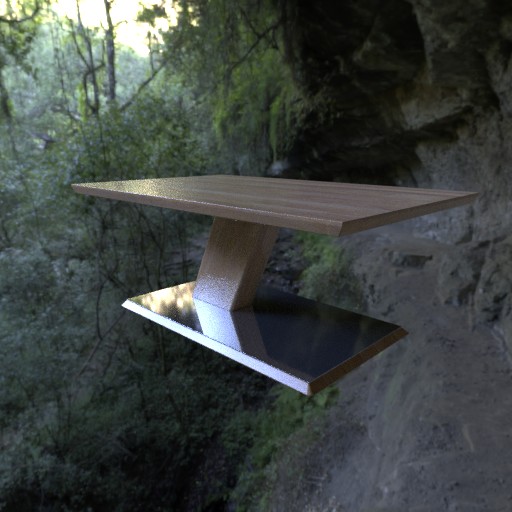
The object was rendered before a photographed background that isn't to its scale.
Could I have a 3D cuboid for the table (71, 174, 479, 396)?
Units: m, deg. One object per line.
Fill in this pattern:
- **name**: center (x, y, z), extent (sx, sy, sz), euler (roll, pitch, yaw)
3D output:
- **table**: center (0.000, 0.000, 1.445), extent (1.100, 0.441, 0.692), euler (13, 19, 43)
